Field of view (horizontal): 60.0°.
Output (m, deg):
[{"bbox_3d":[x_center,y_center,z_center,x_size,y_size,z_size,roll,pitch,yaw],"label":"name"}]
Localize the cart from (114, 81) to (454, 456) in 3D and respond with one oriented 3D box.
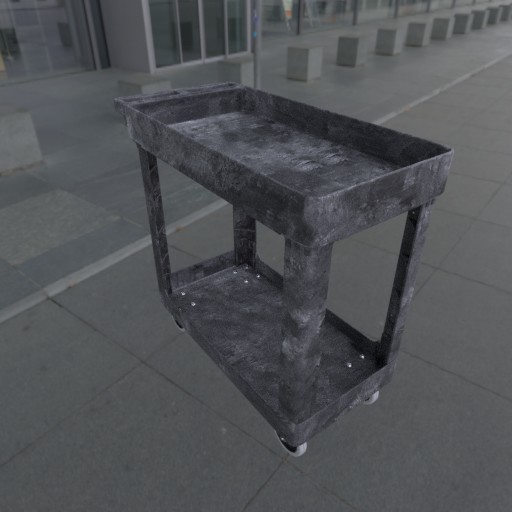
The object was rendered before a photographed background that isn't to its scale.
[{"bbox_3d":[0.000,0.000,1.346,0.420,0.824,0.877,-22,39,-30],"label":"cart"}]
